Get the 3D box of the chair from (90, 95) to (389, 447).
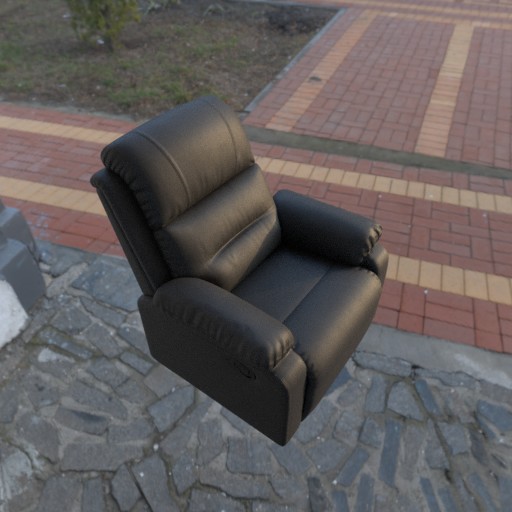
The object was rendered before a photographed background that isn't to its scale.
[{"bbox_3d":[0.000,0.000,1.753,0.919,0.992,0.855,26,48,26],"label":"chair"}]
